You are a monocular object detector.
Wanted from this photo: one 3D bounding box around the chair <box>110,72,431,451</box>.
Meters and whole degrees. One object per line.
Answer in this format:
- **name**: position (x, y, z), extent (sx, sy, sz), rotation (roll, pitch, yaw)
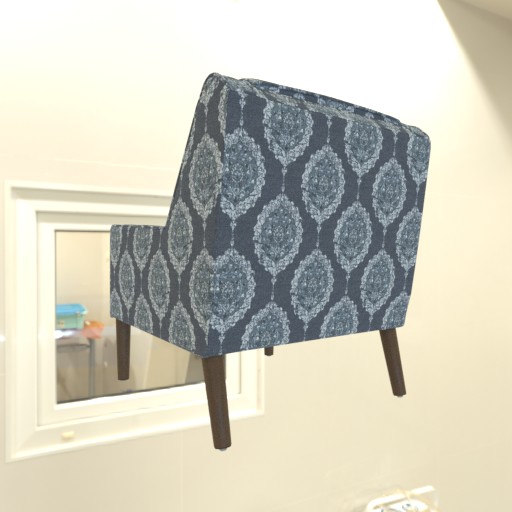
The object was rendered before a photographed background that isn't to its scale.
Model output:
- **chair**: position (0.000, 0.000, 1.316), extent (0.663, 0.792, 0.743), rotation (0, 1, -35)
